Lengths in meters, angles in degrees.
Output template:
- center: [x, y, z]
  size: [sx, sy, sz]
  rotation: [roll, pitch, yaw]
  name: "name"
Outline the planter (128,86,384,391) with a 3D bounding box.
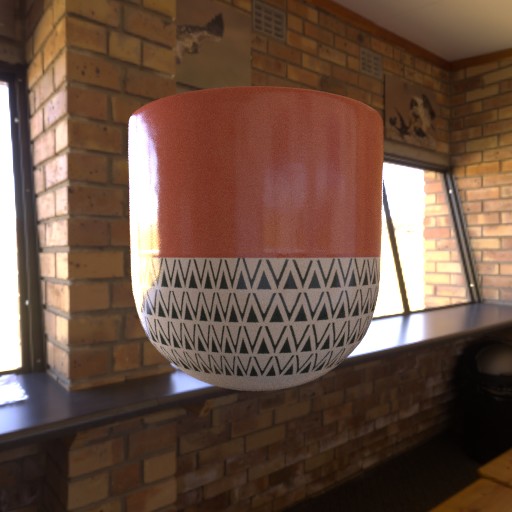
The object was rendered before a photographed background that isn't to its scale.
- center: [0.000, 0.000, 0.482]
  size: [0.266, 0.270, 0.266]
  rotation: [0, 0, 0]
  name: "planter"
